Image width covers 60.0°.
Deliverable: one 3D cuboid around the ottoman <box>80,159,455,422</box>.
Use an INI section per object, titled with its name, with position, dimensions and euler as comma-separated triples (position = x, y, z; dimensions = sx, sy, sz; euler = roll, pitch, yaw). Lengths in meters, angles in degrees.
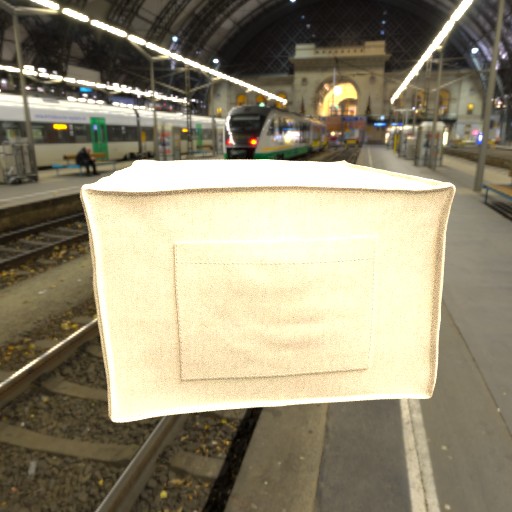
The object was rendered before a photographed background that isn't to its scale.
[ottoman]
position = 0.000, 0.000, 1.143
dimensions = 0.707, 0.470, 0.696
euler = -2, 15, -8
